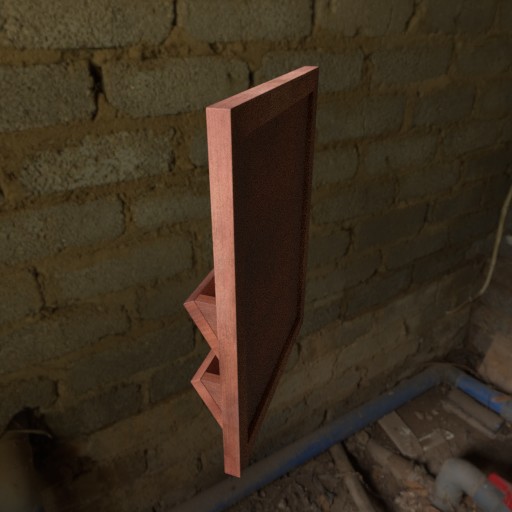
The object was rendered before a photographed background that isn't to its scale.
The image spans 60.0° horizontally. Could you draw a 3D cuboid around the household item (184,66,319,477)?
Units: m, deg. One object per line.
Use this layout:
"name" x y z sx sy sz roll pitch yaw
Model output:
"household item" 0.000 0.000 0.547 0.067 0.407 0.310 9 30 16
